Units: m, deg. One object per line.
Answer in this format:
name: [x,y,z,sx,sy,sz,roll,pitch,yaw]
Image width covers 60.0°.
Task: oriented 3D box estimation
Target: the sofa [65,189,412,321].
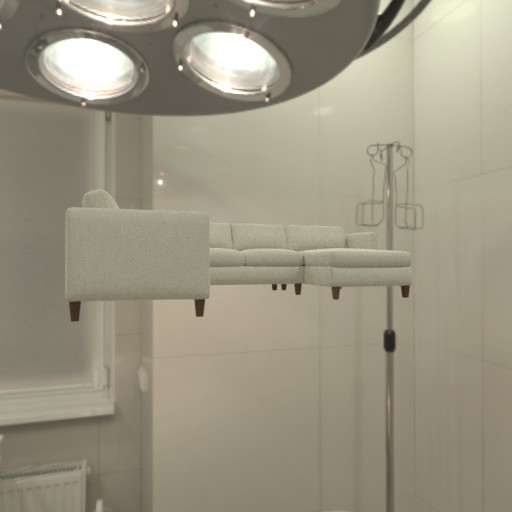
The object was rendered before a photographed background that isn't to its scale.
sofa: [0.000,0.000,4.375,3.238,0.853,2.551,0,-1,-17]
